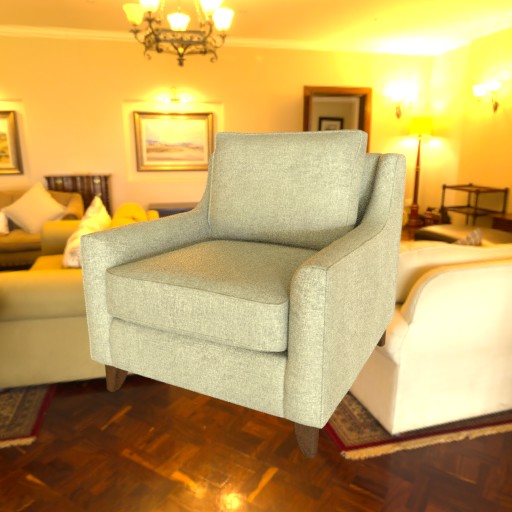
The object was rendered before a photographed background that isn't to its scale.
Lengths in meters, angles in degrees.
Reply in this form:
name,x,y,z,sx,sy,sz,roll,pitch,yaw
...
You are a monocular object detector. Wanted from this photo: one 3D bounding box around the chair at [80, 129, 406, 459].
name,x,y,z,sx,sy,sz,roll,pitch,yaw
chair,0.000,0.000,1.561,0.838,0.864,0.918,7,16,27
